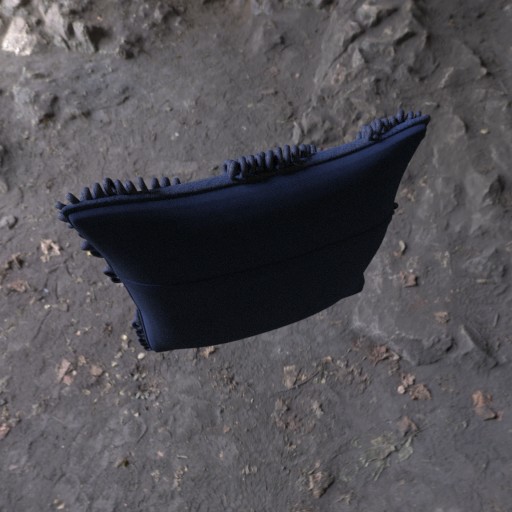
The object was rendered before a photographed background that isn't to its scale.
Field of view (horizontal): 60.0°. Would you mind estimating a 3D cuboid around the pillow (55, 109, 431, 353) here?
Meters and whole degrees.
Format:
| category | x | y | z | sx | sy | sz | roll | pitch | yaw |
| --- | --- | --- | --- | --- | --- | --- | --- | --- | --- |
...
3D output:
| category | x | y | z | sx | sy | sz | roll | pitch | yaw |
| --- | --- | --- | --- | --- | --- | --- | --- | --- | --- |
| pillow | 0.000 | 0.000 | 0.710 | 0.469 | 0.466 | 0.172 | -16 | 60 | -9 |
